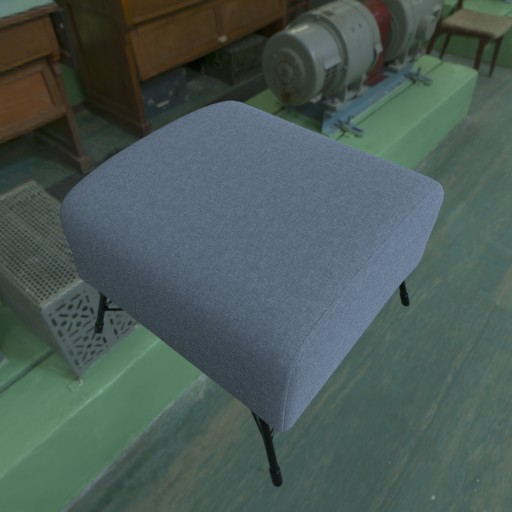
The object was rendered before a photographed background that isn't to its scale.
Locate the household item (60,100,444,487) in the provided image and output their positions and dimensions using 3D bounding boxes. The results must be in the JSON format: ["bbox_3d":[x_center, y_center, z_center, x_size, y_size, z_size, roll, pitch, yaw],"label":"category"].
[{"bbox_3d":[0.000,0.000,0.890,0.530,0.410,0.530,30,53,26],"label":"household item"}]
